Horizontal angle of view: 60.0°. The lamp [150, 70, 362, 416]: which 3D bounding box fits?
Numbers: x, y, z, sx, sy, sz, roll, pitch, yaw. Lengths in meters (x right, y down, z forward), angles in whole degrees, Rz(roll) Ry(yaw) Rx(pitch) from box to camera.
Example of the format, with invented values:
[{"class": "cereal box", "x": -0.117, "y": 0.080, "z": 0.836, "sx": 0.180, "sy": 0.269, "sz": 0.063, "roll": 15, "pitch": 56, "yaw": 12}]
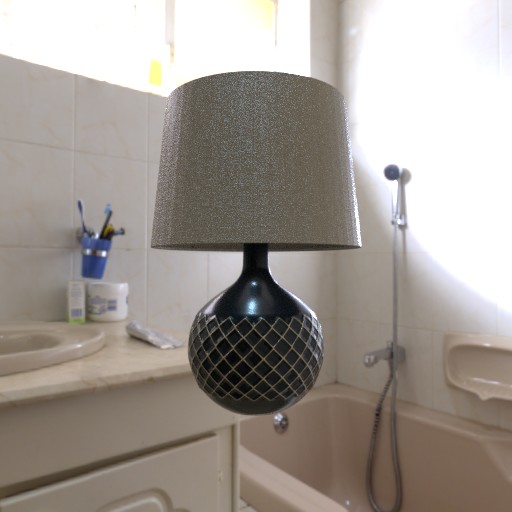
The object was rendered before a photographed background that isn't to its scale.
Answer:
[{"class": "lamp", "x": 0.000, "y": 0.000, "z": 0.809, "sx": 0.376, "sy": 0.540, "sz": 0.376, "roll": 0, "pitch": -1, "yaw": 0}]
